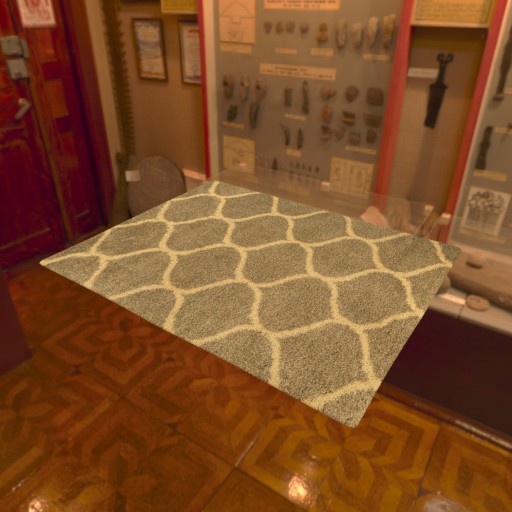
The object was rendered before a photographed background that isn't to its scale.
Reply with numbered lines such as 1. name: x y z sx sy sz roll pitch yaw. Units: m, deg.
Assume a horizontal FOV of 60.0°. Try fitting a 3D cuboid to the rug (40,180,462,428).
1. rug: 0.000 0.000 4.003 3.000 0.026 2.399 20 36 29
